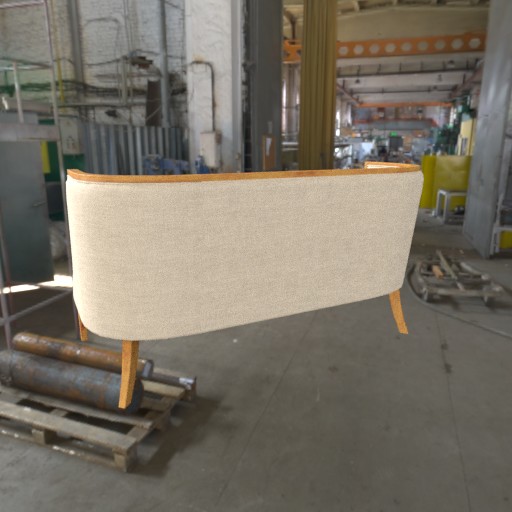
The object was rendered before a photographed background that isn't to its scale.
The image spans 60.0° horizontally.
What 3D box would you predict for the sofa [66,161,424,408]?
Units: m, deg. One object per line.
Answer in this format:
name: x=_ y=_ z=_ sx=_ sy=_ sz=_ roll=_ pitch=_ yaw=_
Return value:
sofa: x=0.000 y=0.000 z=1.947 sx=1.474 sy=0.775 sz=0.770 roll=-7 pitch=16 yaw=-26
